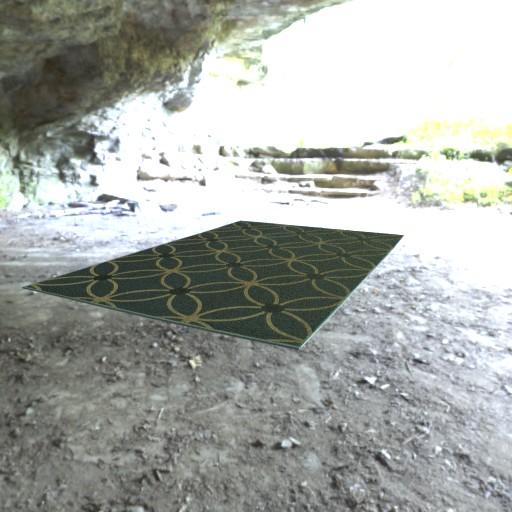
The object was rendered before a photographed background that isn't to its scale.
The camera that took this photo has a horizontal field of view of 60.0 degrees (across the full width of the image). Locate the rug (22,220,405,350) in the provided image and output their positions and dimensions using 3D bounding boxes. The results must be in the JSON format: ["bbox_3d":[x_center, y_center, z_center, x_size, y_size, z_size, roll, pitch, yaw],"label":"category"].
[{"bbox_3d":[0.000,0.000,2.890,1.522,0.008,2.284,7,16,26],"label":"rug"}]
